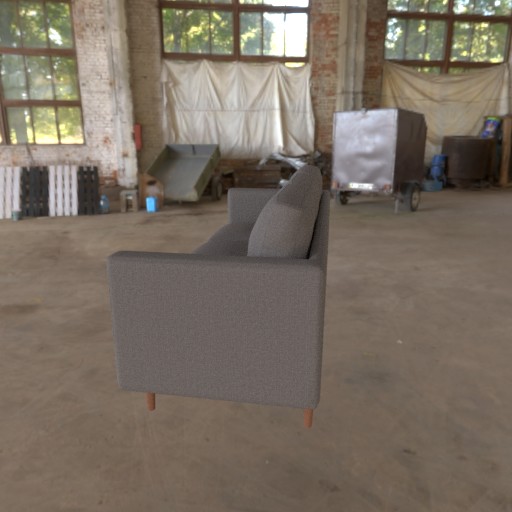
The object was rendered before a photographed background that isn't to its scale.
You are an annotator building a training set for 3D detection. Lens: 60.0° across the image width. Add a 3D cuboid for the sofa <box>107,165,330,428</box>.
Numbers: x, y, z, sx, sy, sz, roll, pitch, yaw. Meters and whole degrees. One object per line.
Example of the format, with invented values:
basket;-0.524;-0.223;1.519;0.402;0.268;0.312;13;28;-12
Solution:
sofa;0.000;0.000;2.526;0.802;0.912;2.029;3;16;9
